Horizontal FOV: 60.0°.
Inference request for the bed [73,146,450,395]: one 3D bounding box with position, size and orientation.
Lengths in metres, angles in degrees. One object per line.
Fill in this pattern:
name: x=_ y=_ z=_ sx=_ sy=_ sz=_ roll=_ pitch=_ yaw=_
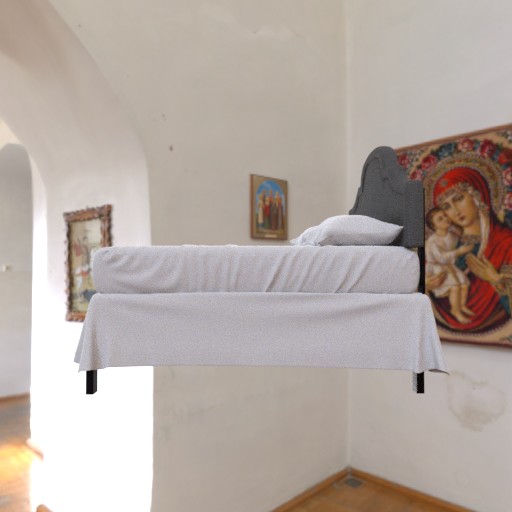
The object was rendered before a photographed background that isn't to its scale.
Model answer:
bed: x=0.000 y=0.000 z=3.365 sx=2.222 sy=1.634 sz=1.780 roll=0 pitch=-1 yaw=-1
